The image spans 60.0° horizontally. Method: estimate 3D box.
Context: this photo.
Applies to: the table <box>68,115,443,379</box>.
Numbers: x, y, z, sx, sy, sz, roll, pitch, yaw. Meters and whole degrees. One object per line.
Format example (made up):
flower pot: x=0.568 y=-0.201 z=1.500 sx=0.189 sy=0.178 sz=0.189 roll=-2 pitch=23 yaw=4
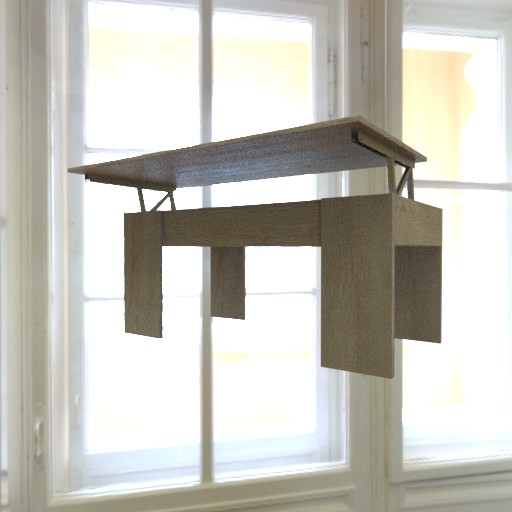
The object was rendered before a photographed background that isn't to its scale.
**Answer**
table: x=0.000 y=0.000 z=1.445 sx=1.000 sy=0.570 sz=0.711 roll=1 pitch=1 yaw=35
